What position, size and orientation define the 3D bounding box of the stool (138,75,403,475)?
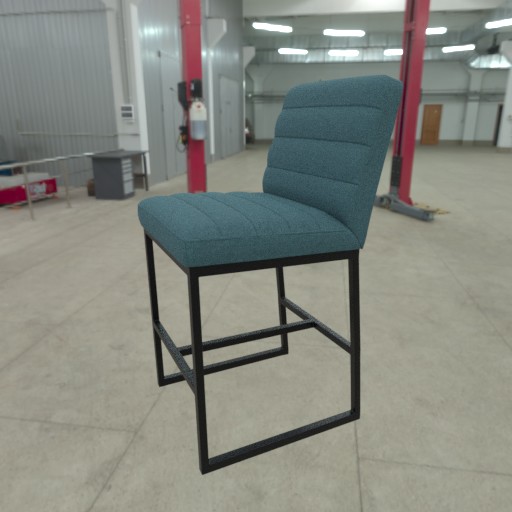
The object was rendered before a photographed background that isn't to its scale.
[{"bbox_3d":[0.000,0.000,1.246,0.560,0.940,0.460,-8,19,-25],"label":"stool"}]
